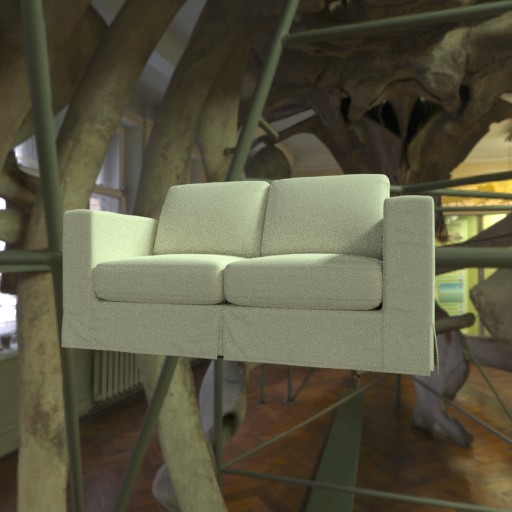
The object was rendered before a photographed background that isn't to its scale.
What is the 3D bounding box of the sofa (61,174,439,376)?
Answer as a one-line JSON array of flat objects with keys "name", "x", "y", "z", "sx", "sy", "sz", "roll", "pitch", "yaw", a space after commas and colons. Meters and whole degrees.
[{"name": "sofa", "x": 0.000, "y": 0.000, "z": 2.459, "sx": 1.813, "sy": 0.932, "sz": 1.009, "roll": 0, "pitch": 0, "yaw": 18}]
